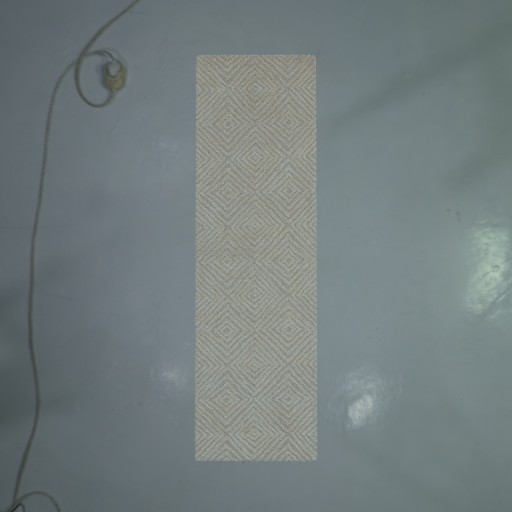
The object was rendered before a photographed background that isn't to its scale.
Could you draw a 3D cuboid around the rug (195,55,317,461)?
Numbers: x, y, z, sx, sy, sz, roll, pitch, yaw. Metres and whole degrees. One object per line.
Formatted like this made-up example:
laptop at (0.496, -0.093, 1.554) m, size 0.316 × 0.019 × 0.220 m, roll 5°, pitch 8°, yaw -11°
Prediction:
rug at (0.000, 0.000, 2.489) m, size 0.676 × 0.008 × 2.277 m, roll 0°, pitch 89°, yaw 0°
